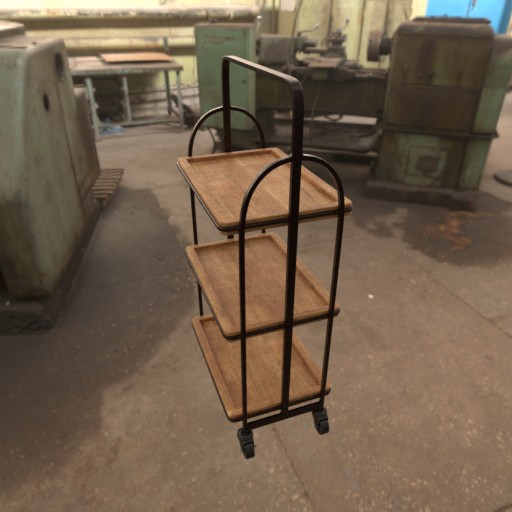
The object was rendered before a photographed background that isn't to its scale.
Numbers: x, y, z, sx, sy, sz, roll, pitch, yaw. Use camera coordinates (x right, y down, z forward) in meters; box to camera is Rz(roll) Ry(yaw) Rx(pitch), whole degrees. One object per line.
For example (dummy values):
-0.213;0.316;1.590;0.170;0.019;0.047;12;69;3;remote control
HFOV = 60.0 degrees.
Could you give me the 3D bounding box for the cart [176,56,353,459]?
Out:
0.000;0.000;1.257;0.327;1.001;0.553;-10;32;-17;cart
